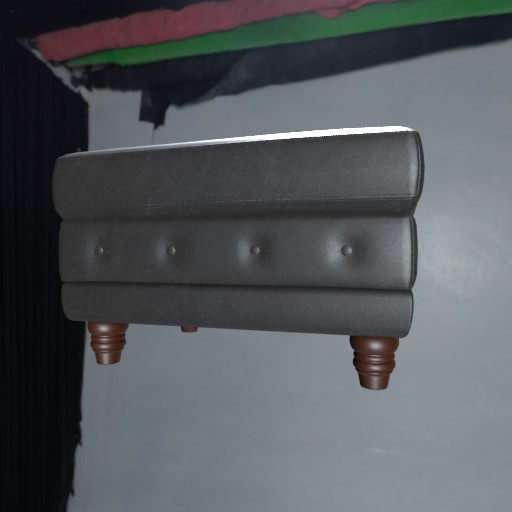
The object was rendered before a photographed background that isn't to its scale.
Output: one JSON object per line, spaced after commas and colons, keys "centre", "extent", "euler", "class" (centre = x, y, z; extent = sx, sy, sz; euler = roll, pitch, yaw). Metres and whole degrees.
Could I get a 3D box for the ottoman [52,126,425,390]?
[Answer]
{"centre": [0.000, 0.000, 1.152], "extent": [0.795, 0.498, 0.590], "euler": [0, 1, 18], "class": "ottoman"}
